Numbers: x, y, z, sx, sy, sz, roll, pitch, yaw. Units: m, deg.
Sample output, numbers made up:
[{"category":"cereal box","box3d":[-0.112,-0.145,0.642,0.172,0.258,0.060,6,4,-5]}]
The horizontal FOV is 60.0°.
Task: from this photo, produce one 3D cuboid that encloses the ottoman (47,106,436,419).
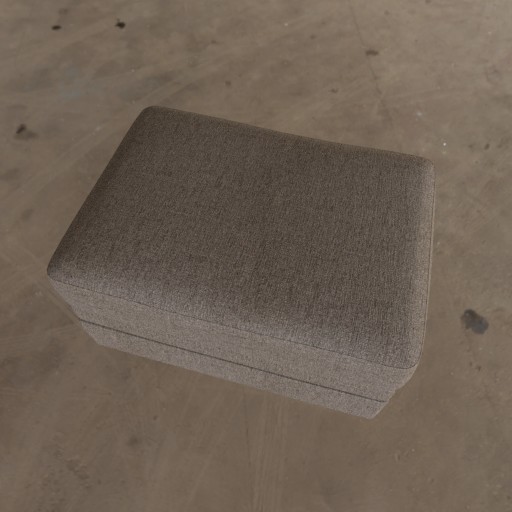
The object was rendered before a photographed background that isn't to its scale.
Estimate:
[{"category":"ottoman","box3d":[0.000,0.000,1.268,0.885,0.478,0.637,13,59,8]}]
